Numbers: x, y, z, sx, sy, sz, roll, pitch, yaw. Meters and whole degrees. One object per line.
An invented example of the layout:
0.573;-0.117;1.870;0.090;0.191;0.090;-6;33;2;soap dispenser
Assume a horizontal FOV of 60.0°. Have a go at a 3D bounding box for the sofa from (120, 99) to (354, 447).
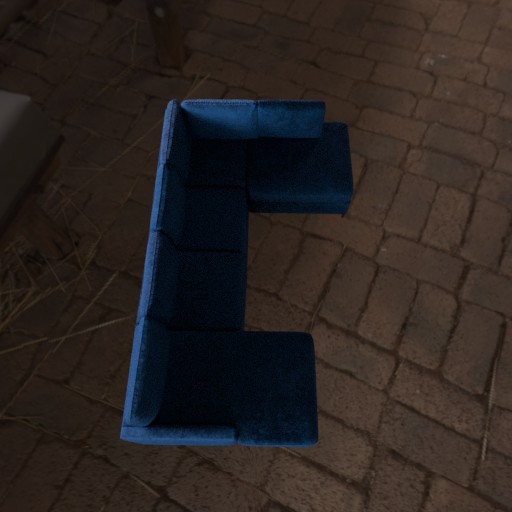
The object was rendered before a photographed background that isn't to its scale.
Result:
0.000;0.000;4.360;2.055;0.992;3.434;1;64;0;sofa
